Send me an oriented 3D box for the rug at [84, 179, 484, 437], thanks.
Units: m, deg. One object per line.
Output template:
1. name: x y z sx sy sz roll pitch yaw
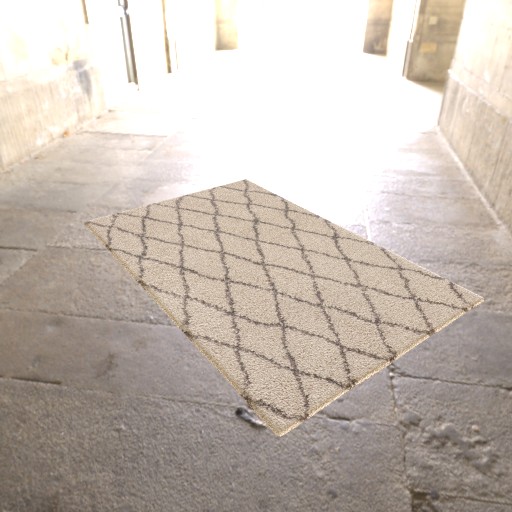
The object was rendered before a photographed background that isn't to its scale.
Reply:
1. rug: 0.000 0.000 3.447 1.778 0.030 2.743 -21 37 -31
